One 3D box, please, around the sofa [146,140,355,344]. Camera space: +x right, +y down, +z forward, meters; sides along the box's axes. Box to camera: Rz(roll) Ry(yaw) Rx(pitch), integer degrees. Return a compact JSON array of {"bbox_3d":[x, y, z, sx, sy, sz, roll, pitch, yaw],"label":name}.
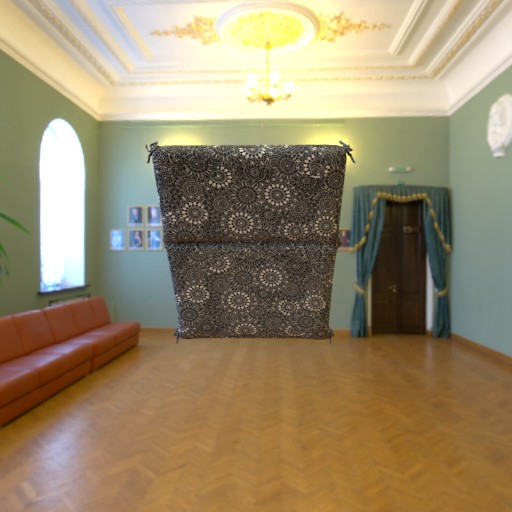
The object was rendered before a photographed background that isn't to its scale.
[{"bbox_3d":[0.000,0.000,1.965,0.582,0.622,1.663,0,0,1],"label":"sofa"}]
